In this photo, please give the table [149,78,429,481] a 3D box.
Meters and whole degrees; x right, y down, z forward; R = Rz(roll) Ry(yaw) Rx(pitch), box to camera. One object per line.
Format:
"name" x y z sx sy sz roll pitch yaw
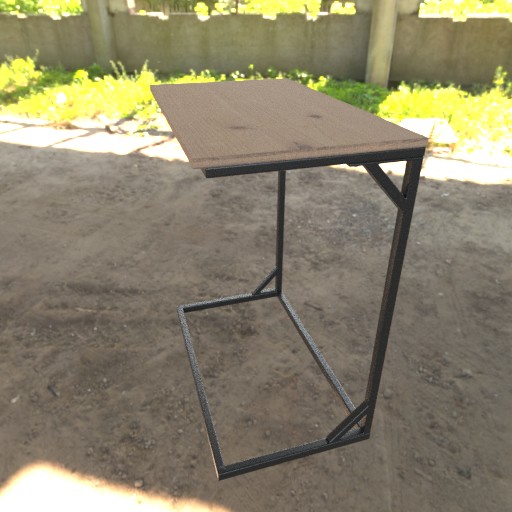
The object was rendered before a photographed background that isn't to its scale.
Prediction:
"table" 0.000 0.000 1.023 0.351 0.673 0.597 -9 31 -15
